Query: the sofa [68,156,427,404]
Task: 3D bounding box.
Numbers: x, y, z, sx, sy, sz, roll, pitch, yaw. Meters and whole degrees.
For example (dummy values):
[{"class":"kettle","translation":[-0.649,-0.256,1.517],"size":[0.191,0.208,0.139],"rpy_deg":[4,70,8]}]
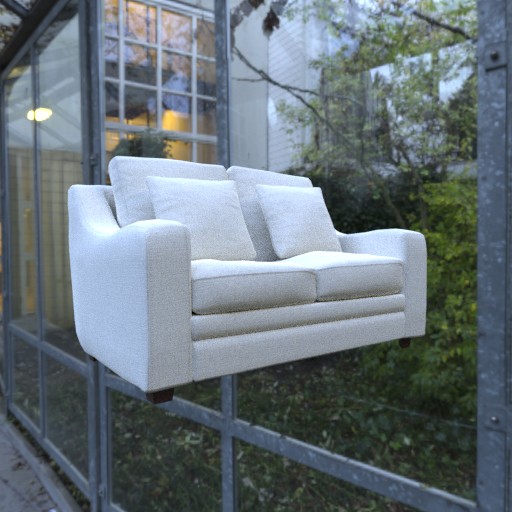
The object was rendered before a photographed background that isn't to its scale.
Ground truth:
[{"class":"sofa","translation":[0.000,0.000,2.404],"size":[1.744,1.047,1.040],"rpy_deg":[-1,2,-36]}]
